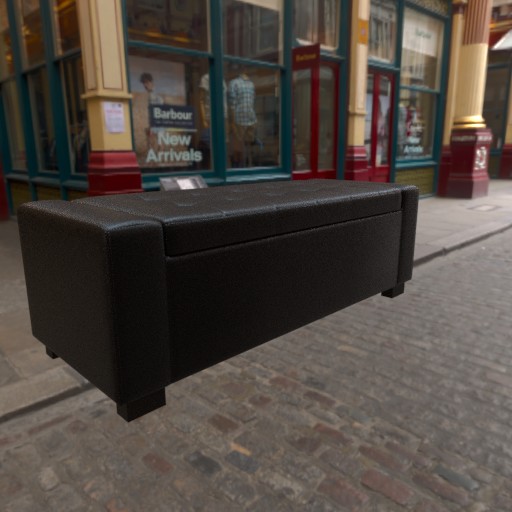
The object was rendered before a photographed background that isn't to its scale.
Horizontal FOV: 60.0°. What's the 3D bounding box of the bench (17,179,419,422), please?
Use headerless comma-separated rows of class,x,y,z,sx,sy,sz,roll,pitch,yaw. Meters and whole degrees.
bench,0.000,0.000,1.484,1.296,0.445,0.508,-13,19,-43
